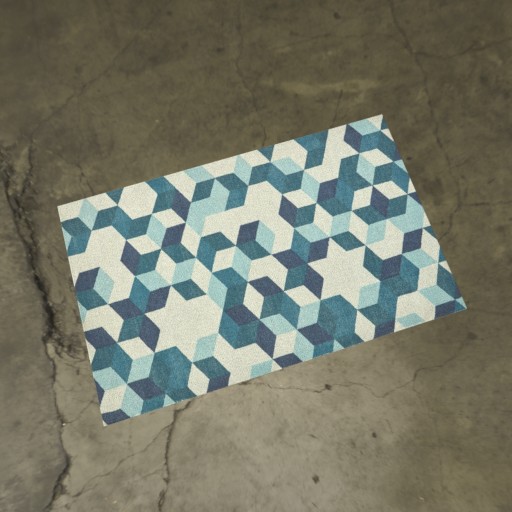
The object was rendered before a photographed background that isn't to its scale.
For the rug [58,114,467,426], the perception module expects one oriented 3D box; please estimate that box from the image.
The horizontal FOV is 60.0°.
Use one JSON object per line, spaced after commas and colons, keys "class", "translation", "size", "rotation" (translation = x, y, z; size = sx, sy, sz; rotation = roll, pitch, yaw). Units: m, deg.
{"class": "rug", "translation": [0.000, 0.000, 3.013], "size": [2.438, 0.015, 1.518], "rotation": [-17, 76, -4]}
